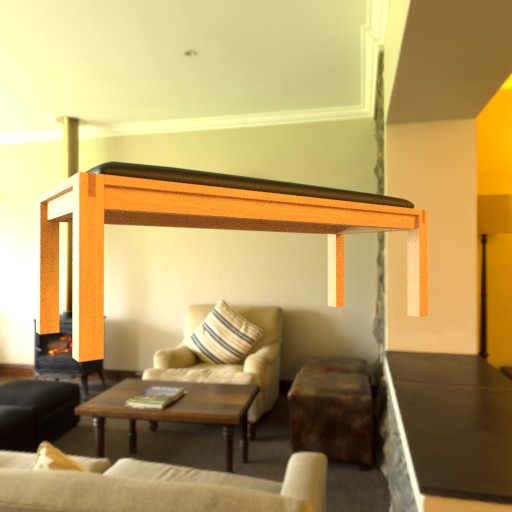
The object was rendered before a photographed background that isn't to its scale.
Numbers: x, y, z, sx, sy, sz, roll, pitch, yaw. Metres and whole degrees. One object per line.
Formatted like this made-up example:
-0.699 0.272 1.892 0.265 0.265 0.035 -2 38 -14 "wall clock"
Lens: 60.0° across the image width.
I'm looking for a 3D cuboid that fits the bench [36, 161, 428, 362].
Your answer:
0.000 0.000 1.421 1.202 0.430 0.450 0 0 -36 "bench"
